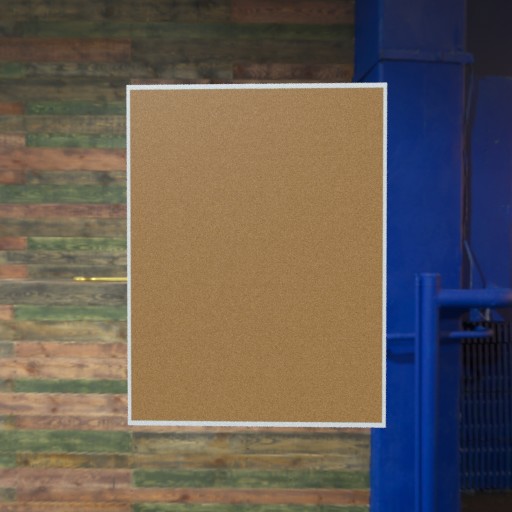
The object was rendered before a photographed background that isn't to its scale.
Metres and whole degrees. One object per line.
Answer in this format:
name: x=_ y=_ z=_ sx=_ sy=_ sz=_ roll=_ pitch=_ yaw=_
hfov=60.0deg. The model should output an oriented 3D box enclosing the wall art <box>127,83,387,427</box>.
wall art: x=0.000 y=0.000 z=1.376 sx=0.795 sy=1.050 sz=0.039 roll=0 pitch=1 yaw=1
